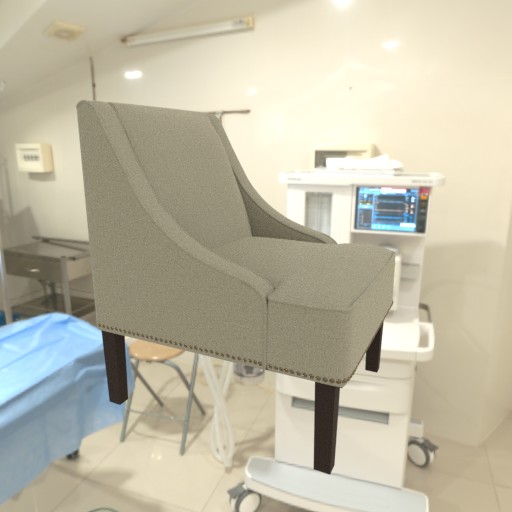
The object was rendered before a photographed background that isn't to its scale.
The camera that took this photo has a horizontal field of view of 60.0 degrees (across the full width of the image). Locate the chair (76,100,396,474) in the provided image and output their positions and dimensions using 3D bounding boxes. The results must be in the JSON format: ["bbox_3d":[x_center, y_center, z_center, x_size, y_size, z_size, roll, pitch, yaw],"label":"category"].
[{"bbox_3d":[0.000,0.000,1.324,0.737,0.864,0.610,7,16,26],"label":"chair"}]
